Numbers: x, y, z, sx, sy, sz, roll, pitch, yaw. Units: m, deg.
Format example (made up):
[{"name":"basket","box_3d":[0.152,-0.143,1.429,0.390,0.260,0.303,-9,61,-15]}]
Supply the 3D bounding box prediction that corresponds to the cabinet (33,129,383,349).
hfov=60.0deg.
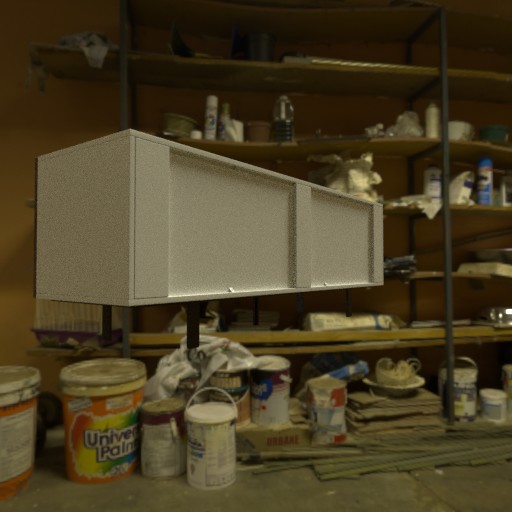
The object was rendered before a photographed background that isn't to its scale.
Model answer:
[{"name":"cabinet","box_3d":[0.000,0.000,1.713,0.431,0.533,1.499,-1,-2,37]}]
